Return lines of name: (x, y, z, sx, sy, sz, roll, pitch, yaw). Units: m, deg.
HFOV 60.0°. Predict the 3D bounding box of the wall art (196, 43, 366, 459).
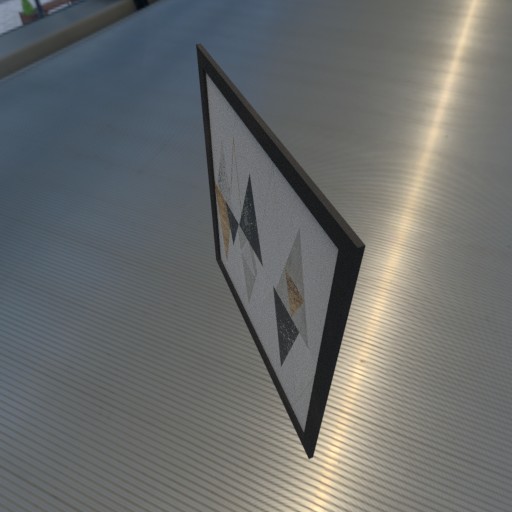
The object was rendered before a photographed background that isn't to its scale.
wall art: (0.000, 0.000, 1.201, 0.013, 0.823, 0.823, -16, 48, -15)
